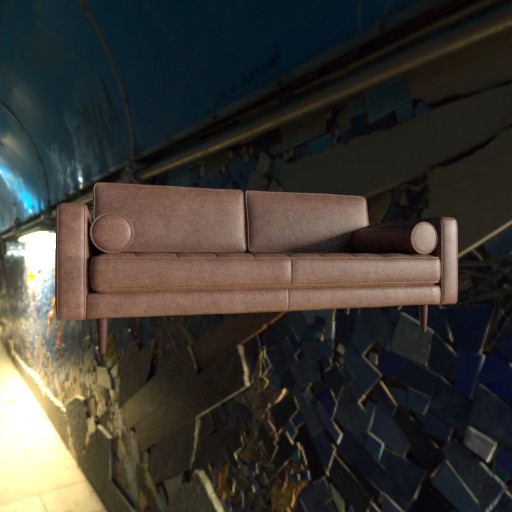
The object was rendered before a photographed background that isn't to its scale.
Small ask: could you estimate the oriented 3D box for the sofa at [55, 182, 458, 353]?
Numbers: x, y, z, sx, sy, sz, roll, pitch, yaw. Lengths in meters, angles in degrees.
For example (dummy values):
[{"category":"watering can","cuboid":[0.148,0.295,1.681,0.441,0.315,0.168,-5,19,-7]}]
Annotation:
[{"category":"sofa","cuboid":[0.000,0.000,2.322,1.870,0.760,0.910,0,0,-19]}]
